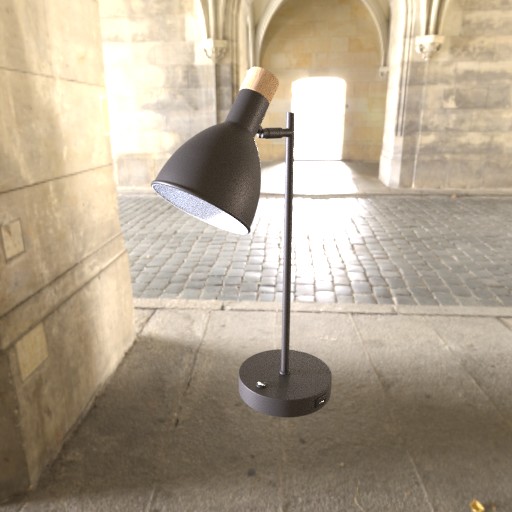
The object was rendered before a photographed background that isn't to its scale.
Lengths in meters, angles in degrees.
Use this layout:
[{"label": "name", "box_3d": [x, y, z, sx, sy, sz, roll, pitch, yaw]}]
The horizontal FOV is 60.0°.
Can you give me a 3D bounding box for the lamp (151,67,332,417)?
[{"label": "lamp", "box_3d": [0.000, 0.000, 0.611, 0.287, 0.483, 0.152, -16, 23, -41]}]
